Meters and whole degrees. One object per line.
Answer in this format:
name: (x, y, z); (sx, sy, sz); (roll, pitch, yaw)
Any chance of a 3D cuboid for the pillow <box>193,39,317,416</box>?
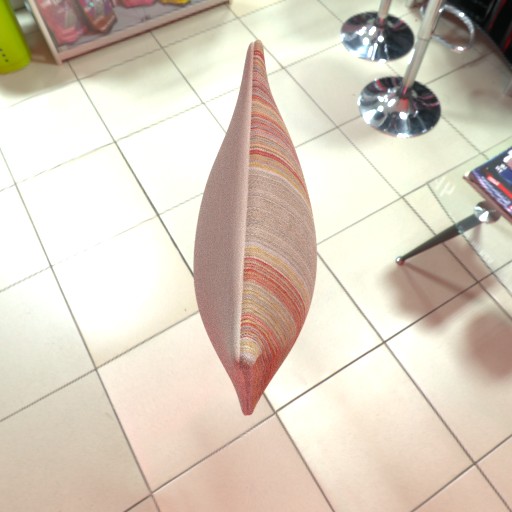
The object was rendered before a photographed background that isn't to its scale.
pillow: (0.000, 0.000, 0.702); (0.191, 0.449, 0.451); (2, 63, 1)
